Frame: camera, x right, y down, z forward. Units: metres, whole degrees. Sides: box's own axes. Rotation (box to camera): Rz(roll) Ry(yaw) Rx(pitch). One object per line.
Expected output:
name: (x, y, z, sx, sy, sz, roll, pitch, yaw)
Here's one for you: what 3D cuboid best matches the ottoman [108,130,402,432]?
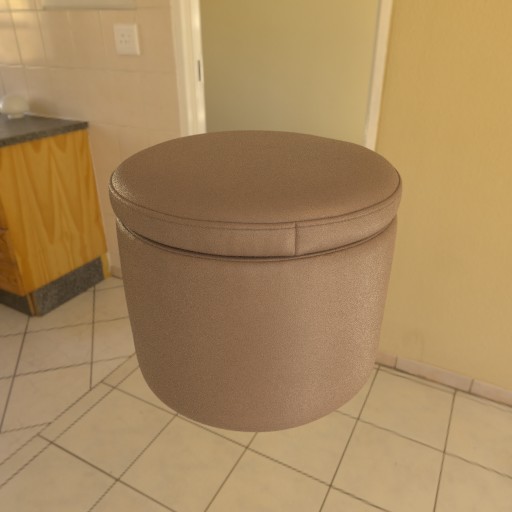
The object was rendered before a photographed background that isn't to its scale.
ottoman: (0.000, 0.000, 0.854, 0.500, 0.409, 0.500, 0, 27, 0)
